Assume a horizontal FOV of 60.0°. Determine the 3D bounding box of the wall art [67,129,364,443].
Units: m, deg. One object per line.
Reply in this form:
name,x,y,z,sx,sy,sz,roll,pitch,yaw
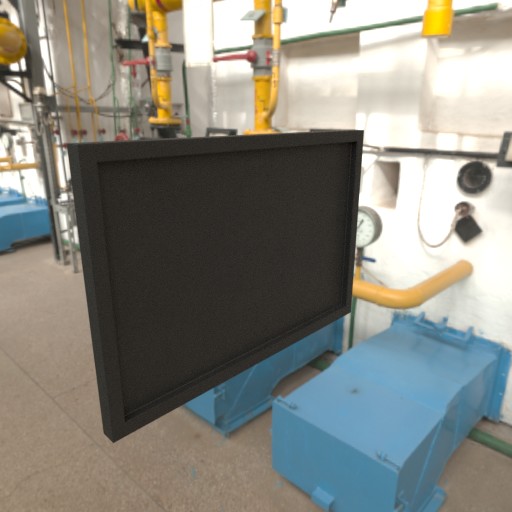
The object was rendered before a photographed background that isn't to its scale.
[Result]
wall art,0.000,0.000,0.570,0.021,0.301,0.443,17,24,42
